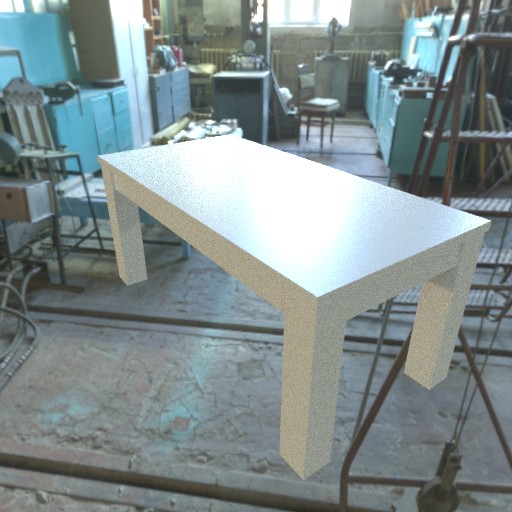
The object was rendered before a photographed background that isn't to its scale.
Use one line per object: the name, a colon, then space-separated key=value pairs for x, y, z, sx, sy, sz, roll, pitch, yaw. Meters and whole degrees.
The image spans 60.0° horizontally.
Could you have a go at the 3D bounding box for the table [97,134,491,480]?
table: x=0.000 y=0.000 z=2.272 sx=0.900 sy=0.790 sz=1.800 roll=-19 pitch=33 yaw=-31
